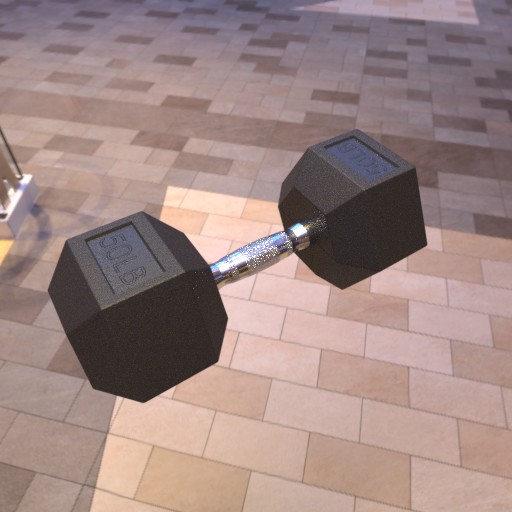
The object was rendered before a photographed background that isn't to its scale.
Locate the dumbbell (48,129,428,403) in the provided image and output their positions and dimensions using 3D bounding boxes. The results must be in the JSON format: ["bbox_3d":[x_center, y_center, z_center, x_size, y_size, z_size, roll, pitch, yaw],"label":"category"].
[{"bbox_3d":[0.000,0.000,0.462,0.384,0.150,0.173,-25,52,-22],"label":"dumbbell"}]
